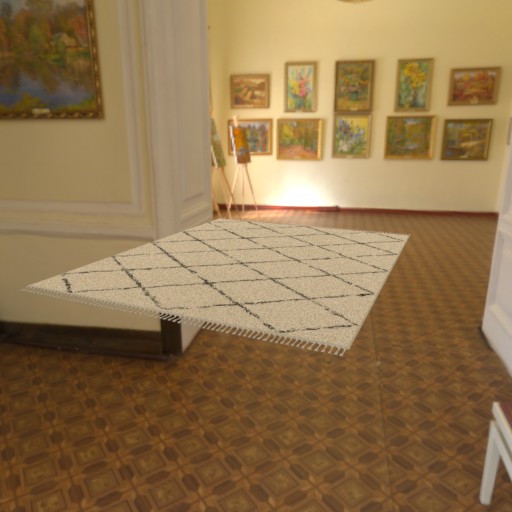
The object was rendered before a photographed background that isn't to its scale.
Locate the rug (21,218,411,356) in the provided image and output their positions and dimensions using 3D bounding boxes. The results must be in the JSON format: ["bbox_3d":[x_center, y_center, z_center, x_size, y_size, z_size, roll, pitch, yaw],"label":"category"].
[{"bbox_3d":[0.000,0.000,4.049,2.380,0.013,3.051,7,17,23],"label":"rug"}]
